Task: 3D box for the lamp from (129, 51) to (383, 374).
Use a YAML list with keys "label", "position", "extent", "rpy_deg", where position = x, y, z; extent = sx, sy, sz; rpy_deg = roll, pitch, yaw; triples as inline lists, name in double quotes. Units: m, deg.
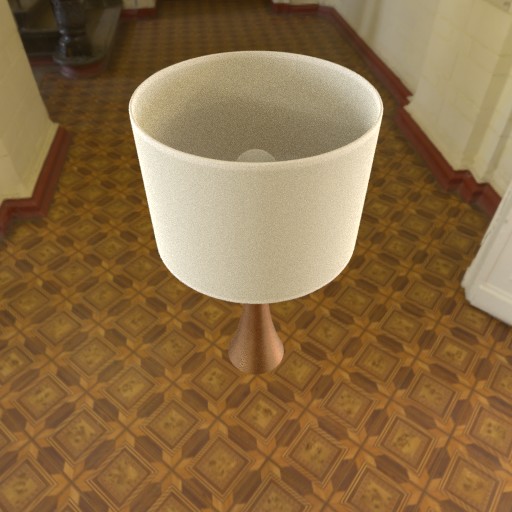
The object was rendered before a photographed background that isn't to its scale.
- label: "lamp"
  position: [0.000, 0.000, 0.642]
  extent: [0.268, 0.479, 0.268]
  rpy_deg: [28, 51, 26]
